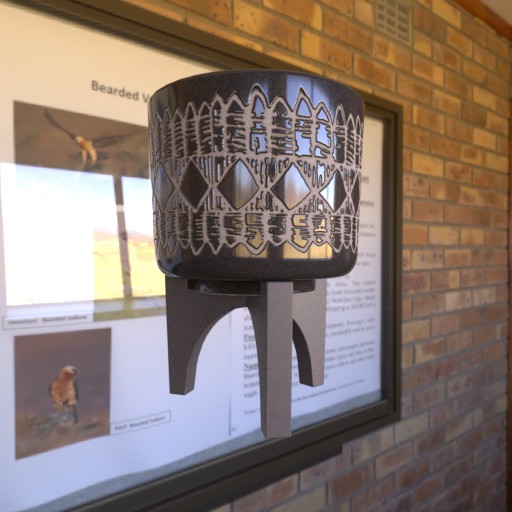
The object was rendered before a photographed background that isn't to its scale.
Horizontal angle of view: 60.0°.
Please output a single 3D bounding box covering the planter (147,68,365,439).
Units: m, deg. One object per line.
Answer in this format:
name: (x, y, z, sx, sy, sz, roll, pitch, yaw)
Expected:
planter: (0.000, 0.000, 0.272, 0.129, 0.177, 0.129, 0, 1, 0)
